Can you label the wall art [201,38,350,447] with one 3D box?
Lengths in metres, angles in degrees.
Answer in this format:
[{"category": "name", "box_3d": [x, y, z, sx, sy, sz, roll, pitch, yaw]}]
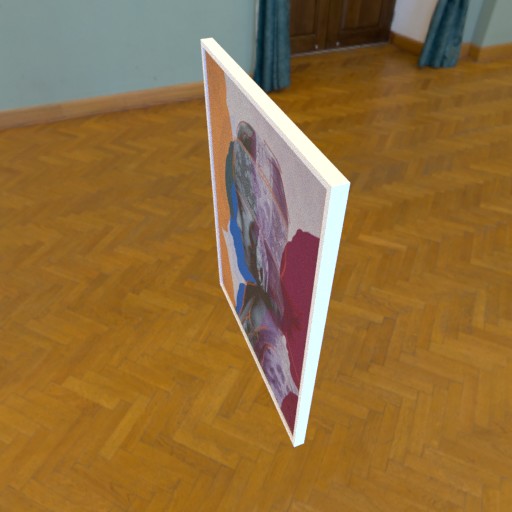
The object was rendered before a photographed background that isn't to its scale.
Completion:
[{"category": "wall art", "box_3d": [0.000, 0.000, 1.391, 0.039, 1.050, 0.795, -15, 46, -15]}]
